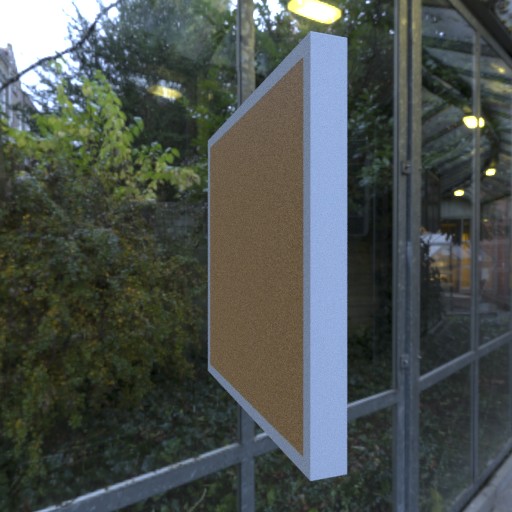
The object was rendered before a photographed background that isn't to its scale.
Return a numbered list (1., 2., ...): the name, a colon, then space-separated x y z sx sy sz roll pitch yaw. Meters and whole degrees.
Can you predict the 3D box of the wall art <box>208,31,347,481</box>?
1. wall art: 0.000 0.000 0.598 0.038 0.406 0.406 0 0 -19
